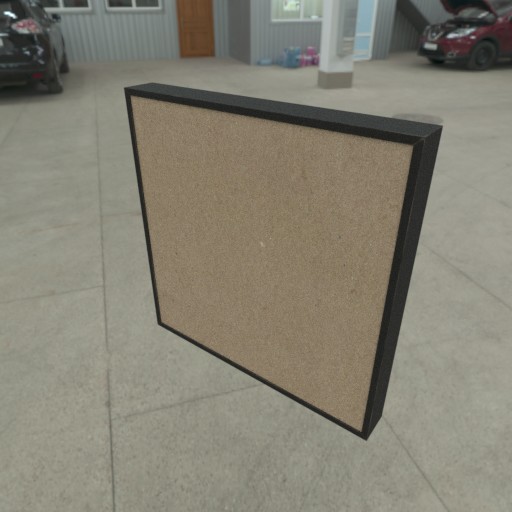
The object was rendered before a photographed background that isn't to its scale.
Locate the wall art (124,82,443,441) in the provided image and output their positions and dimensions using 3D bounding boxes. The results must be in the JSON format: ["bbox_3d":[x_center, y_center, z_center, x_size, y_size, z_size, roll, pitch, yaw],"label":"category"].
[{"bbox_3d":[0.000,0.000,0.458,0.305,0.305,0.038,21,36,31],"label":"wall art"}]
